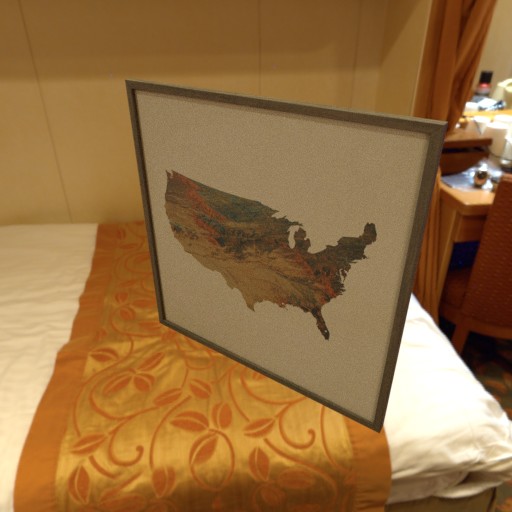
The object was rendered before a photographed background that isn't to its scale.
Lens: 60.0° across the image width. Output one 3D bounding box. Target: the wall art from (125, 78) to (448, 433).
[{"bbox_3d":[0.000,0.000,0.736,0.508,0.507,0.016,19,36,29],"label":"wall art"}]
